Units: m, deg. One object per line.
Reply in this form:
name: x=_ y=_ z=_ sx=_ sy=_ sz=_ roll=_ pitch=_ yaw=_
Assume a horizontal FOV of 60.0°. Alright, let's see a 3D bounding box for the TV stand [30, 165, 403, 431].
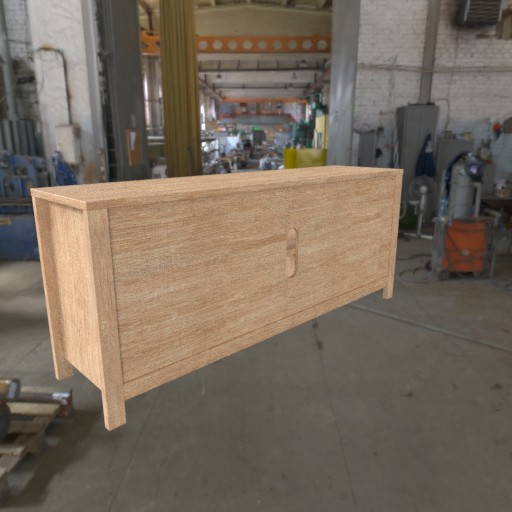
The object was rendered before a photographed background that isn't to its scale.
TV stand: x=0.000 y=0.000 z=1.723 sx=1.466 sy=0.610 sz=0.398 roll=-14 pitch=21 yaw=-42
